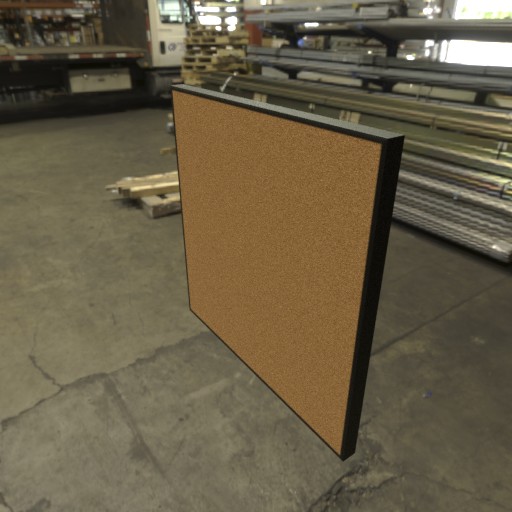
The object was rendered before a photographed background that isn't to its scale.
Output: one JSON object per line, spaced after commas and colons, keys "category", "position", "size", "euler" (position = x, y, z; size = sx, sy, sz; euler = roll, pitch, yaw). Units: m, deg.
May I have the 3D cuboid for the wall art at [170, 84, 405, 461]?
{"category": "wall art", "position": [0.000, 0.000, 1.162], "size": [0.042, 0.766, 0.769], "euler": [-19, 33, -31]}
